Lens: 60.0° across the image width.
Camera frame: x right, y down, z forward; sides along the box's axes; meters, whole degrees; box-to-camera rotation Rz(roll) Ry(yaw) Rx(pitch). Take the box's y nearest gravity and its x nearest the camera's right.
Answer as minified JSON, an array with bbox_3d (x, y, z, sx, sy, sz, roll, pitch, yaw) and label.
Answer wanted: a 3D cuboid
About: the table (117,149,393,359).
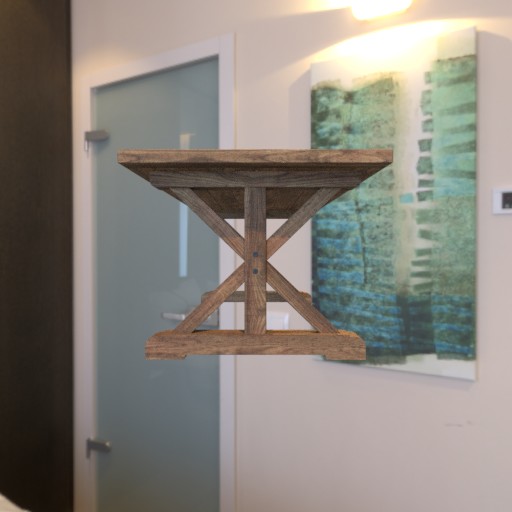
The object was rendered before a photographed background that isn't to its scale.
[{"bbox_3d":[0.000,0.000,2.478,0.907,0.733,2.031,0,1,0],"label":"table"}]
